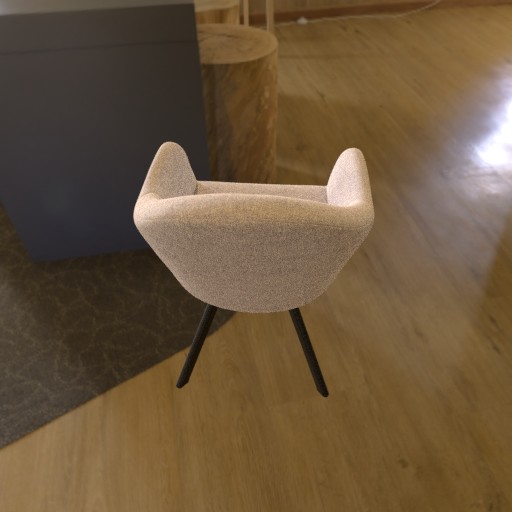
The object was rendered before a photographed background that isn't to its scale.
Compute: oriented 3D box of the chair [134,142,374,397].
[{"bbox_3d":[0.000,0.000,1.181,0.540,0.780,0.570,3,47,2],"label":"chair"}]
